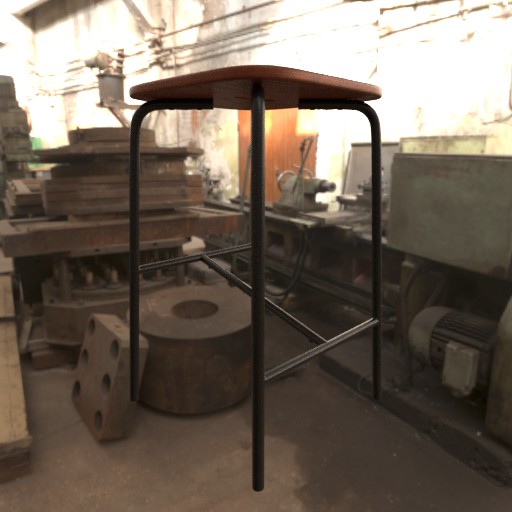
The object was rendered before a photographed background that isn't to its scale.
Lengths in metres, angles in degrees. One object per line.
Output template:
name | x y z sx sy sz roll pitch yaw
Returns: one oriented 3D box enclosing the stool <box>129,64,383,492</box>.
stool | 0.000 0.000 0.856 0.376 0.610 0.376 12 18 43
